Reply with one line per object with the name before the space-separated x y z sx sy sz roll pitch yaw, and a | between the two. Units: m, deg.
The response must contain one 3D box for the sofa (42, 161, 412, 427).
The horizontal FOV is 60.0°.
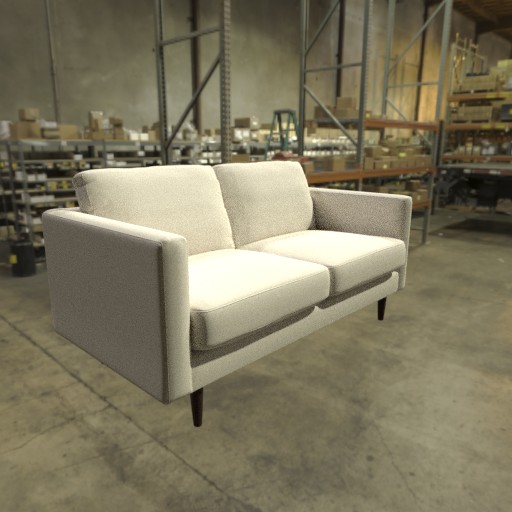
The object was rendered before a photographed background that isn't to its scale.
sofa | 0.000 0.000 2.232 0.940 0.893 1.713 13 19 42
